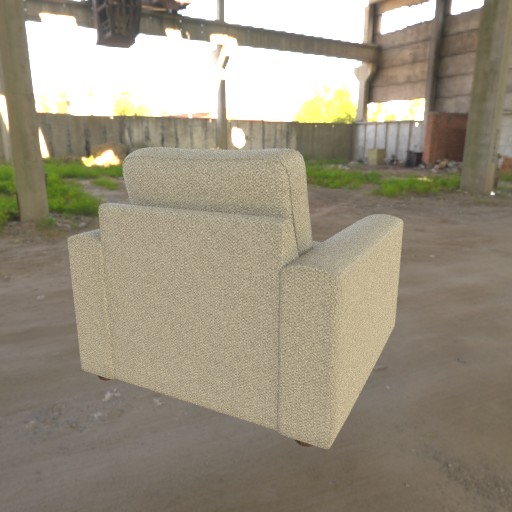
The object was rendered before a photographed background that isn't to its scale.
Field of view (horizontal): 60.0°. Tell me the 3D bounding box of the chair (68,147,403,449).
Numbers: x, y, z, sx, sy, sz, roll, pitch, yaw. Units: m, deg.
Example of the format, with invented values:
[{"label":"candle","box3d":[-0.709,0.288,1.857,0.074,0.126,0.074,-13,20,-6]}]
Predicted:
[{"label":"chair","box3d":[0.000,0.000,1.817,1.005,0.873,1.016,8,17,26]}]
